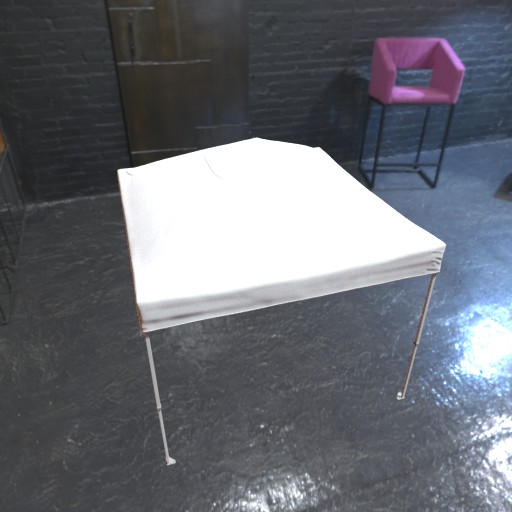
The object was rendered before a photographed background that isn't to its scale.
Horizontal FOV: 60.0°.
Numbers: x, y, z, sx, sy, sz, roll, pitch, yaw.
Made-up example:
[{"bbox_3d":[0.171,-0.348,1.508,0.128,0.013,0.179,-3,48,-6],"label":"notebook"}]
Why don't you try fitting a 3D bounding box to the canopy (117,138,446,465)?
[{"bbox_3d":[0.000,0.000,5.549,2.996,2.997,2.998,-10,34,-15],"label":"canopy"}]
